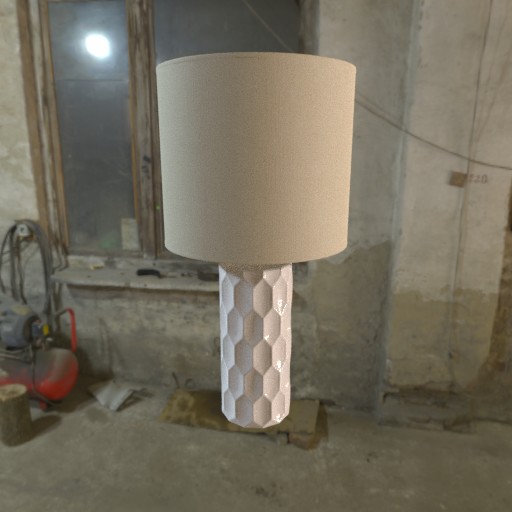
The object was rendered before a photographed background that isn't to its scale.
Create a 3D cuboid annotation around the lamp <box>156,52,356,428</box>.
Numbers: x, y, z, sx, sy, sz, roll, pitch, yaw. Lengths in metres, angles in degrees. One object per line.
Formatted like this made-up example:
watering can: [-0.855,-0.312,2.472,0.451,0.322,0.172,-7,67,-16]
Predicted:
lamp: [0.000,0.000,0.691,0.277,0.537,0.277,-7,16,-26]
